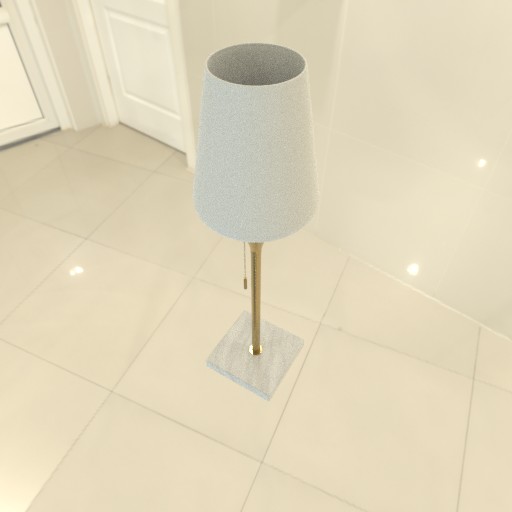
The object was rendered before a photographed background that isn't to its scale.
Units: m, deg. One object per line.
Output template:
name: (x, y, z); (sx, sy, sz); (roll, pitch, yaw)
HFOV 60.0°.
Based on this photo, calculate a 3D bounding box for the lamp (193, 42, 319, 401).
lamp: (0.000, 0.000, 0.733); (0.181, 0.639, 0.181); (24, 51, 21)
